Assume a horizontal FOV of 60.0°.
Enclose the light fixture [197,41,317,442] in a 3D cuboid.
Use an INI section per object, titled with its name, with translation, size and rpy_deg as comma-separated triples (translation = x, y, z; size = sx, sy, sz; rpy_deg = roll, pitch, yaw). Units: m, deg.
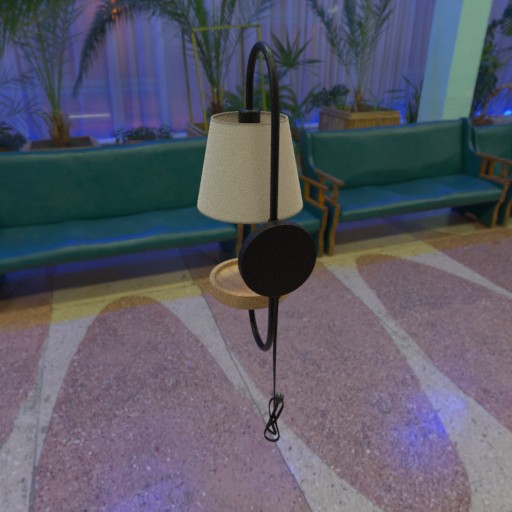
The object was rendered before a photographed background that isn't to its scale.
[light fixture]
translation = 0.000, 0.000, 0.940
size = 0.220, 0.821, 0.299
rpy_deg = -8, 28, -16
